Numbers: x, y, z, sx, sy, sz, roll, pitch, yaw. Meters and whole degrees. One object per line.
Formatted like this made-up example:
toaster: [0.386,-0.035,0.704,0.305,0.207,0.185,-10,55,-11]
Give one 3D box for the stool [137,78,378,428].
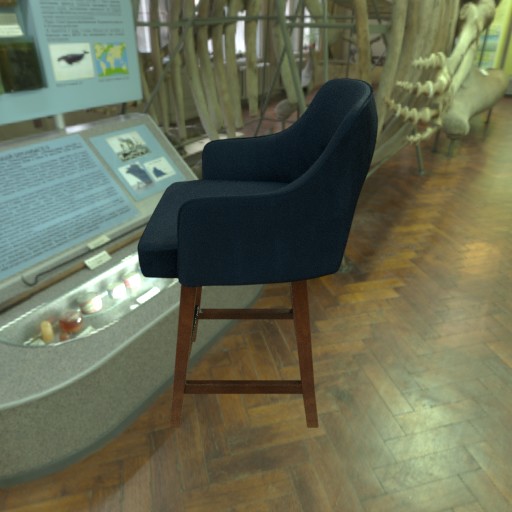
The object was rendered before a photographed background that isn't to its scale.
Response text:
stool: [0.000,0.000,1.281,0.560,0.940,0.550,0,28,0]
